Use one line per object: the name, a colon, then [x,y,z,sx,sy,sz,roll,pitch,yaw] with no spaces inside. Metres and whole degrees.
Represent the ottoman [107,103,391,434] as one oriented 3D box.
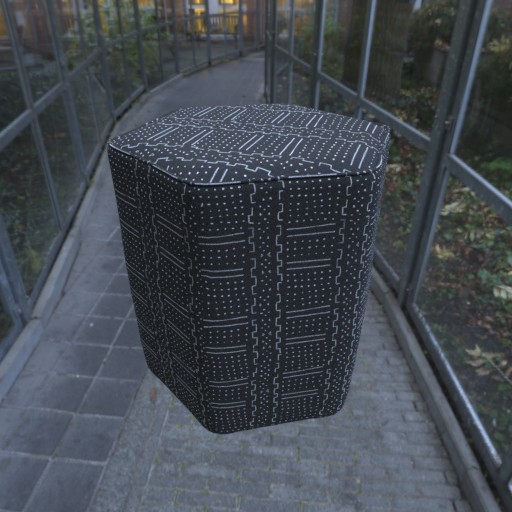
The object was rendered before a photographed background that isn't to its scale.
ottoman: [0.000,0.000,0.873,0.443,0.502,0.494,10,32,16]
